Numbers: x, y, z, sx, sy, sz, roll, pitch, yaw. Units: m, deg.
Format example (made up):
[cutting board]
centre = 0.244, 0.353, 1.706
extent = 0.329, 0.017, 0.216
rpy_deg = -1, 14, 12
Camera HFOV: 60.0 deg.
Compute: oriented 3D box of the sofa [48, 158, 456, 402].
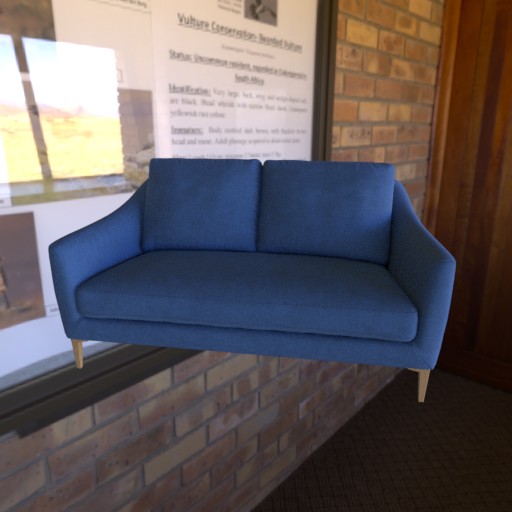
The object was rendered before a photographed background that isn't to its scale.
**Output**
[sofa]
centre = 0.000, 0.000, 2.184
extent = 1.619, 0.902, 0.960
rpy_deg = 3, 16, 10
